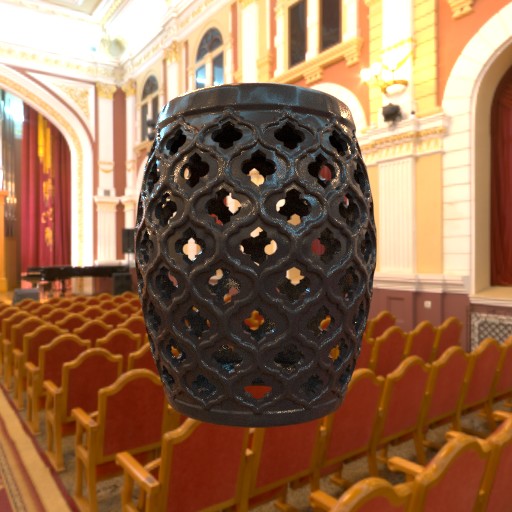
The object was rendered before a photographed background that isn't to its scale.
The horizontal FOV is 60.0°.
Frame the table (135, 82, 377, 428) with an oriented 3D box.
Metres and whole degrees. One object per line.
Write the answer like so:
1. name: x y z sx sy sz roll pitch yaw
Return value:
1. table: 0.000 0.000 0.617 0.325 0.388 0.325 0 0 0
